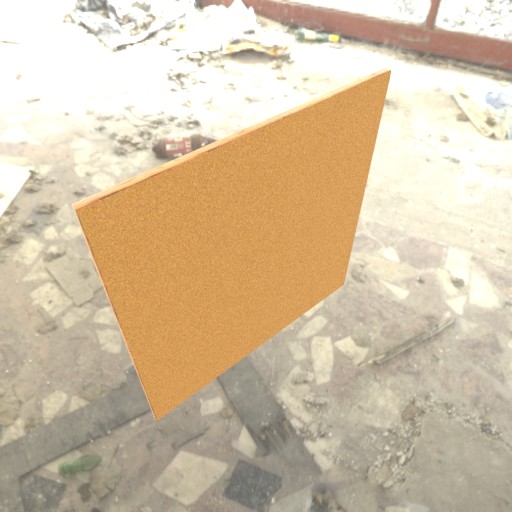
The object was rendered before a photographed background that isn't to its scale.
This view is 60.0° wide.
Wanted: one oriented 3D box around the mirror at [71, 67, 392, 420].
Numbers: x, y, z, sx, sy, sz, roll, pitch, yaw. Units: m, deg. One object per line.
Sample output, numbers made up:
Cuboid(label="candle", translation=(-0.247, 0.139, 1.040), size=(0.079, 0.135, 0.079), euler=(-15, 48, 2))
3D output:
Cuboid(label="mirror", translation=(0.000, 0.000, 1.197), size=(0.804, 0.804, 0.061), euler=(-31, 54, -26))
